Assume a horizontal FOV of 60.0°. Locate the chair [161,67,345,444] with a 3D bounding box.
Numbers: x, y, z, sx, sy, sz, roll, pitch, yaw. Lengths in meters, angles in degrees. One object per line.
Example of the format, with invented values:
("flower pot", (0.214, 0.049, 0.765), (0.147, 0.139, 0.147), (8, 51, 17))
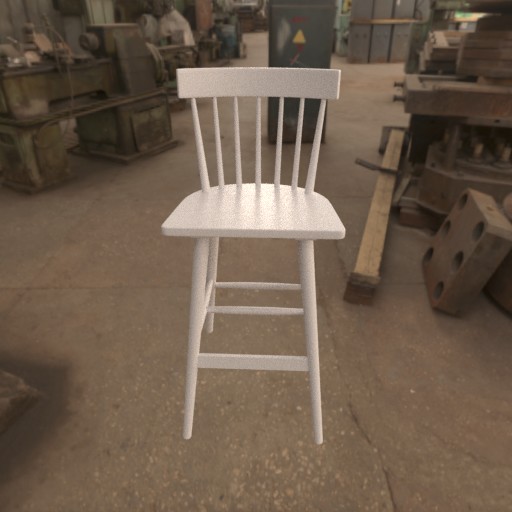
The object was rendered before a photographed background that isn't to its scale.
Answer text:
("chair", (0.000, 0.000, 1.434), (0.483, 1.092, 0.572), (1, 30, 2))
